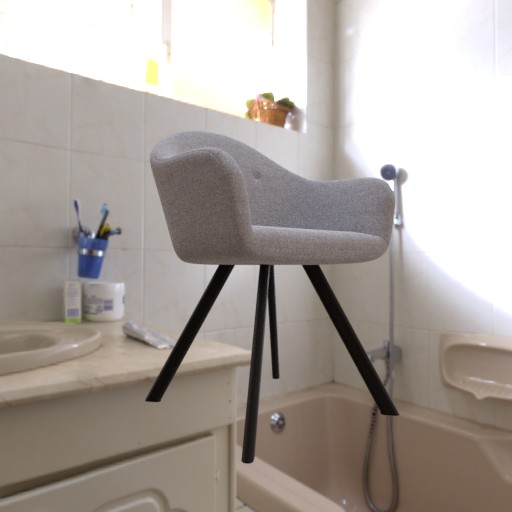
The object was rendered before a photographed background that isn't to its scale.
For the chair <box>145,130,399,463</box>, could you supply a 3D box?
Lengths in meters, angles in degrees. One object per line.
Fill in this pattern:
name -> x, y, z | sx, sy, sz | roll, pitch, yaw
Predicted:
chair -> 0.000, 0.000, 1.185 | 0.540, 0.780, 0.570 | 1, -2, -36
